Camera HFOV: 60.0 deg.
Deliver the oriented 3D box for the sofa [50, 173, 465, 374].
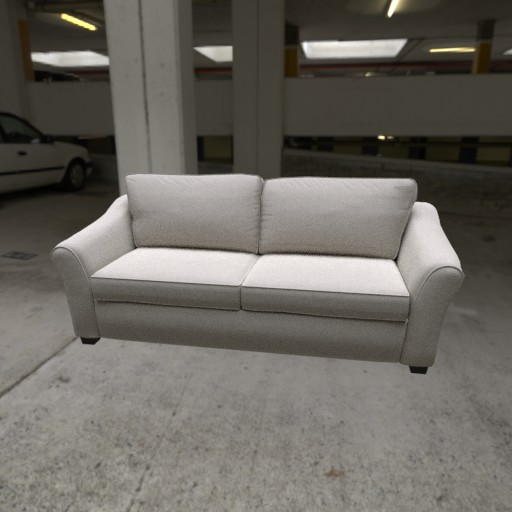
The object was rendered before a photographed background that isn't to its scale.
[{"bbox_3d":[0.000,0.000,2.788,2.270,0.965,0.980,3,16,10],"label":"sofa"}]
